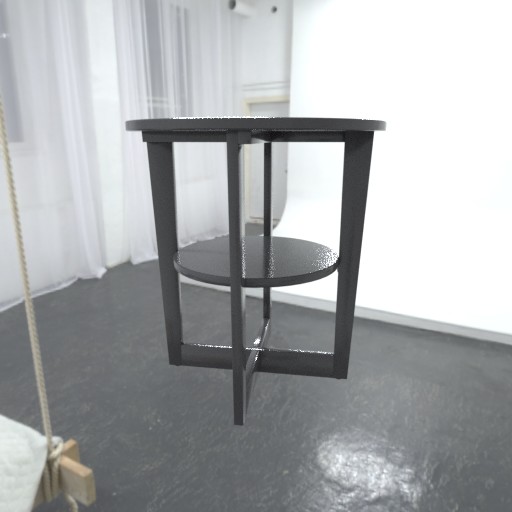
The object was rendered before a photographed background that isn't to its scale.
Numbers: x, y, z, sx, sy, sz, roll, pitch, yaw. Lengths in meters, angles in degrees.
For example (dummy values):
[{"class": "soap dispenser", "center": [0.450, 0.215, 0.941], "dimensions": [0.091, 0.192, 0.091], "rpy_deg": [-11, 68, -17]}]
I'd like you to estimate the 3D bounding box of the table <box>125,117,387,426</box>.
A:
[{"class": "table", "center": [0.000, 0.000, 0.951], "dimensions": [0.500, 0.550, 0.500], "rpy_deg": [0, 15, 0]}]
